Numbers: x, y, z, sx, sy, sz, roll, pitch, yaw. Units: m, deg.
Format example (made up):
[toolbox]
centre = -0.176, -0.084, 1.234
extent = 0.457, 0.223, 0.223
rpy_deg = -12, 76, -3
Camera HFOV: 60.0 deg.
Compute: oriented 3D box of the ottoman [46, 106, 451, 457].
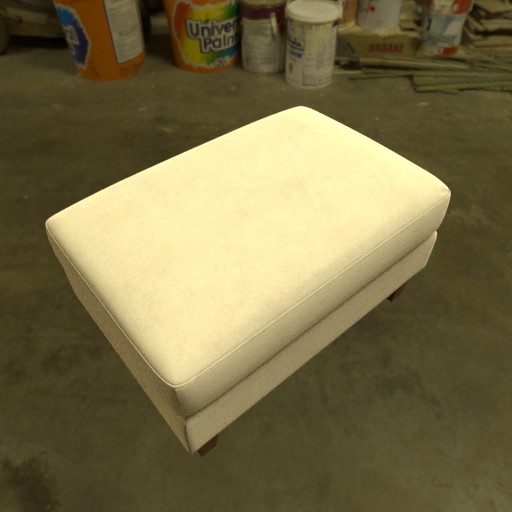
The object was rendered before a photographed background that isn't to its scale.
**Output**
[ottoman]
centre = 0.000, 0.000, 1.198
extent = 0.864, 0.483, 0.584
rpy_deg = -32, 54, -26
